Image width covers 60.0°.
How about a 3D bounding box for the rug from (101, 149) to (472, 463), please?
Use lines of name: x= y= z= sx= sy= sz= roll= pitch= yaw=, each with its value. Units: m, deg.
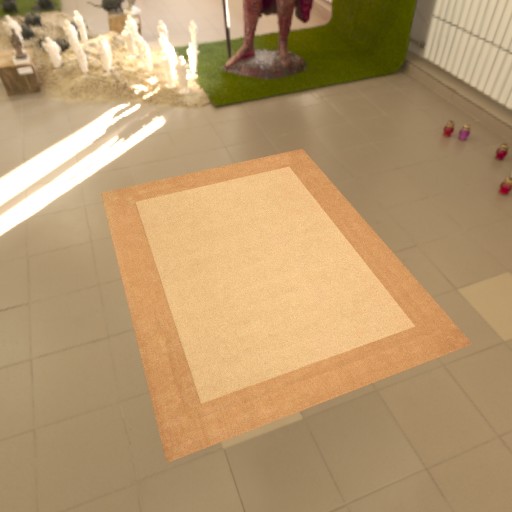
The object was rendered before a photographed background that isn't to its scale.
rug: x=0.000 y=0.000 z=4.155 sx=2.438 sy=0.014 sz=3.048 roll=-16 pitch=47 yaw=-15
